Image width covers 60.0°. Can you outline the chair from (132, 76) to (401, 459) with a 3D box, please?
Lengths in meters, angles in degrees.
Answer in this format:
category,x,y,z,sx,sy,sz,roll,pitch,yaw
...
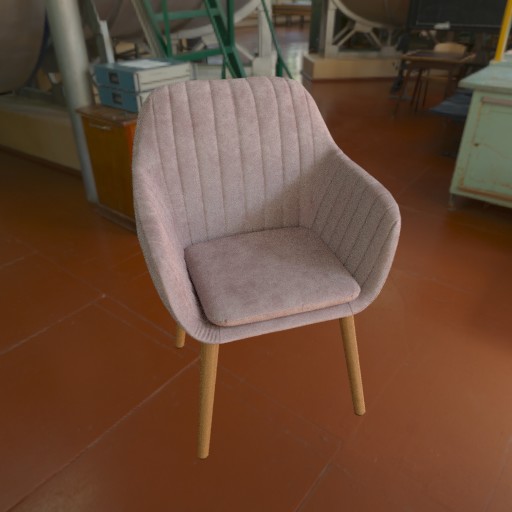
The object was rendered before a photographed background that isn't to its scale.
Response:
category,x,y,z,sx,sy,sz,roll,pitch,yaw
chair,0.000,0.000,1.226,0.610,0.832,0.570,-10,33,-15
